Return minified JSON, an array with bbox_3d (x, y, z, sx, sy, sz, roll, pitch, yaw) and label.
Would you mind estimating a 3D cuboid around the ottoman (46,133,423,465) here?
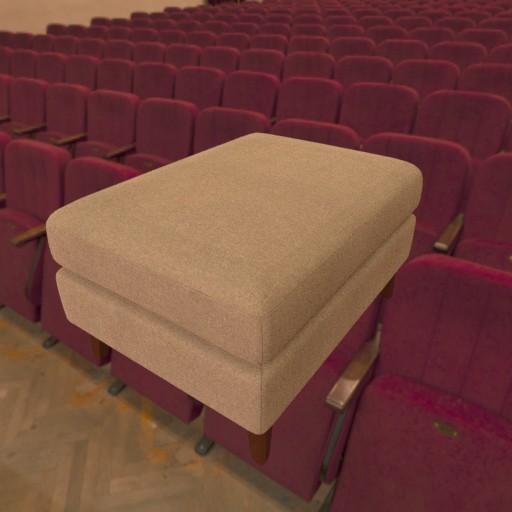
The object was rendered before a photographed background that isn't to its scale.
[{"bbox_3d":[0.000,0.000,1.205,0.610,0.478,0.823,20,36,30],"label":"ottoman"}]
